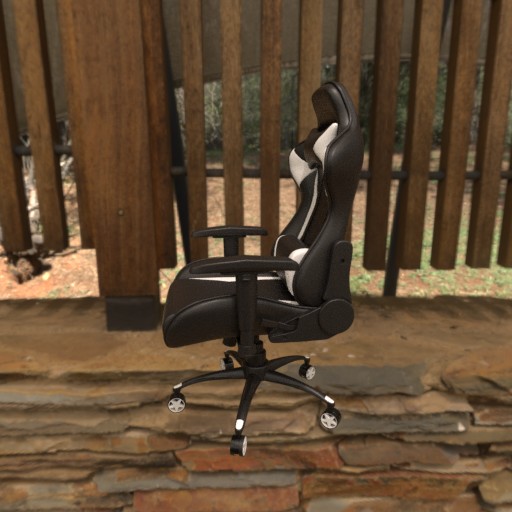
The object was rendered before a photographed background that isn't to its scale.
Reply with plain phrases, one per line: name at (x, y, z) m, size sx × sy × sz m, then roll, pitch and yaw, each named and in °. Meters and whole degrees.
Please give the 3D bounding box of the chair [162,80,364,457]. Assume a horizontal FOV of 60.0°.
chair at (0.000, 0.000, 1.727) m, size 0.695 × 1.285 × 0.730 m, roll -2°, pitch 13°, yaw -7°
